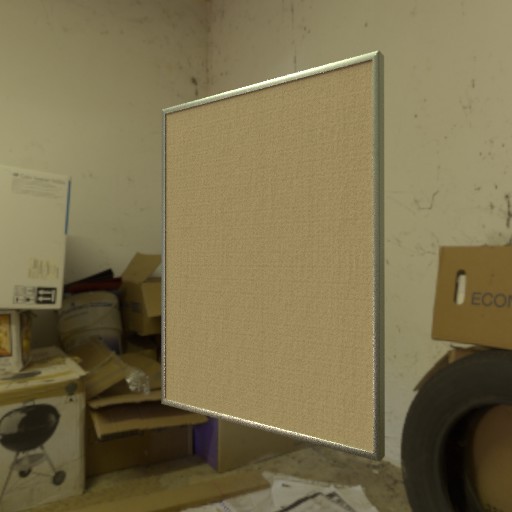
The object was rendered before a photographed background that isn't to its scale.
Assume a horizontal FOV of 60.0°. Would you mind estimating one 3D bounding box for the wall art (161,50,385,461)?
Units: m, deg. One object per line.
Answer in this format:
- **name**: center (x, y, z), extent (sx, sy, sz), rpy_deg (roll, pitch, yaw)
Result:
- **wall art**: center (0.000, 0.000, 1.390), extent (0.803, 1.062, 0.041), rpy_deg (0, 0, 35)
